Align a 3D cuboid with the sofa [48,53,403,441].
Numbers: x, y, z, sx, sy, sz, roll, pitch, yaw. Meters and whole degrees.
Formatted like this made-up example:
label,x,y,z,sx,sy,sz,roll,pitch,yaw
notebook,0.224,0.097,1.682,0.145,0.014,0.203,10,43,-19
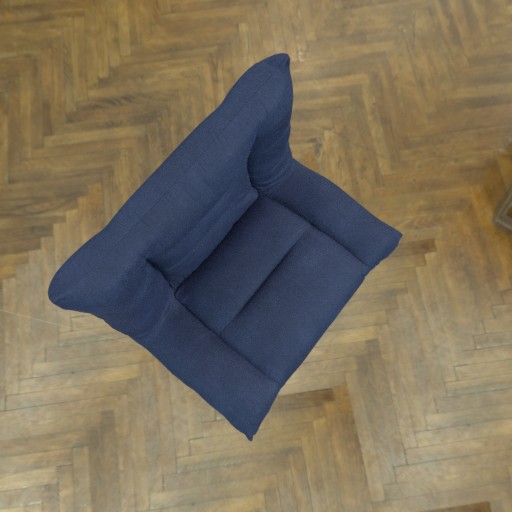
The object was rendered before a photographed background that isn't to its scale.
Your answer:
label,x,y,z,sx,sy,sz,roll,pitch,yaw
sofa,0.000,0.000,1.699,0.849,0.778,1.122,38,78,9
